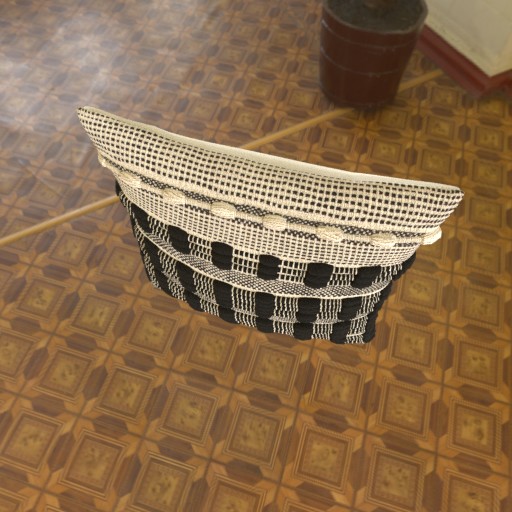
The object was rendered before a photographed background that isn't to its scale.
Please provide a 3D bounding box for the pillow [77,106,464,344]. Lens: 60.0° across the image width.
[{"bbox_3d":[0.000,0.000,0.657,0.436,0.438,0.156,14,60,8],"label":"pillow"}]
